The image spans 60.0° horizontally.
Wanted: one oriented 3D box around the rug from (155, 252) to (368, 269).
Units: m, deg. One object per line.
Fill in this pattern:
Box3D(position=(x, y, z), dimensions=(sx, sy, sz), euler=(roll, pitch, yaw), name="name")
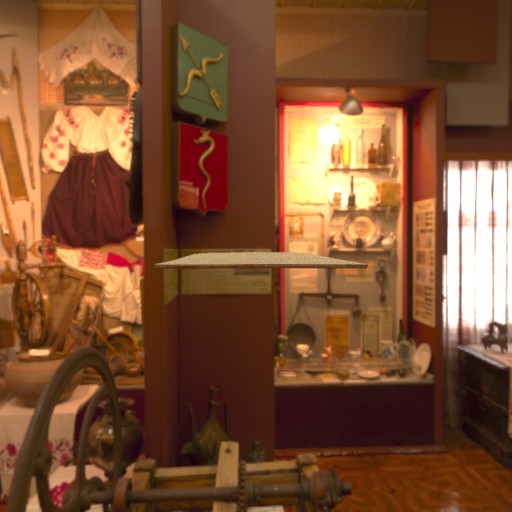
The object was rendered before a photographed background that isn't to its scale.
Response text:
Box3D(position=(0.000, 0.000, 2.580), dimensions=(0.692, 0.032, 2.320), euler=(0, 1, -1), name="rug")
